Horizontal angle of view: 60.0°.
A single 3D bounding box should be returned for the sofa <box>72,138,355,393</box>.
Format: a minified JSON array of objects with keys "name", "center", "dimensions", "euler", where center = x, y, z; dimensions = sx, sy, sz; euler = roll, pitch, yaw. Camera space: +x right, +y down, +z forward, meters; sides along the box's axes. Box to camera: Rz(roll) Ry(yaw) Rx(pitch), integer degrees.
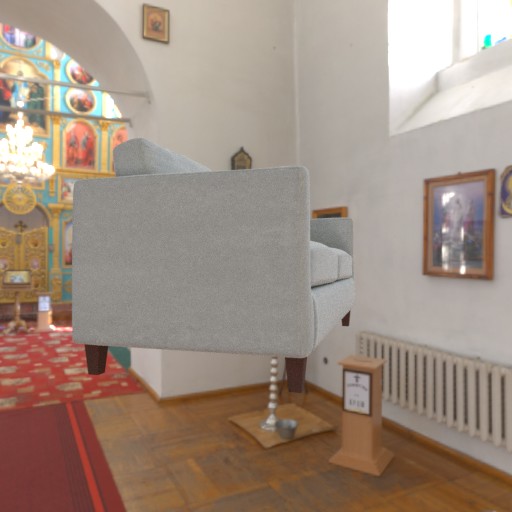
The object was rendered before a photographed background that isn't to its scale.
[{"name":"sofa","center":[0.000,0.000,2.454],"dimensions":[0.950,0.963,1.884],"euler":[0,-1,17]}]
